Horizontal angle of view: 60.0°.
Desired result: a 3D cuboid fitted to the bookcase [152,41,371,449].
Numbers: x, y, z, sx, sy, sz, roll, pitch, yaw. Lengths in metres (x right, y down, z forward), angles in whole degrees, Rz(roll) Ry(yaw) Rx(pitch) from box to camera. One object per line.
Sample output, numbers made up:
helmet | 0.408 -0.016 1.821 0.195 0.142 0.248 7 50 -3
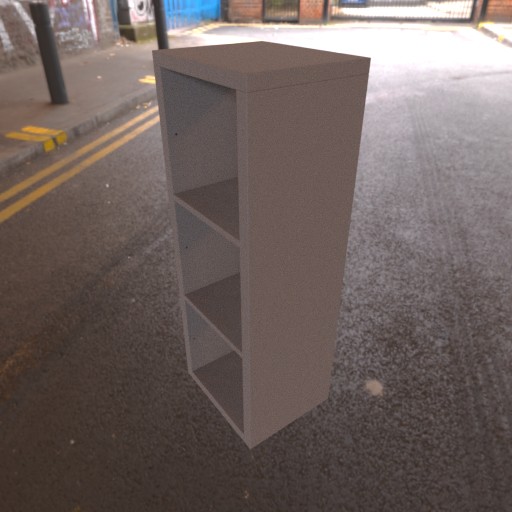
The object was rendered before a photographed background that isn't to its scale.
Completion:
bookcase | 0.000 0.000 1.290 0.330 1.080 0.390 -21 38 -30
